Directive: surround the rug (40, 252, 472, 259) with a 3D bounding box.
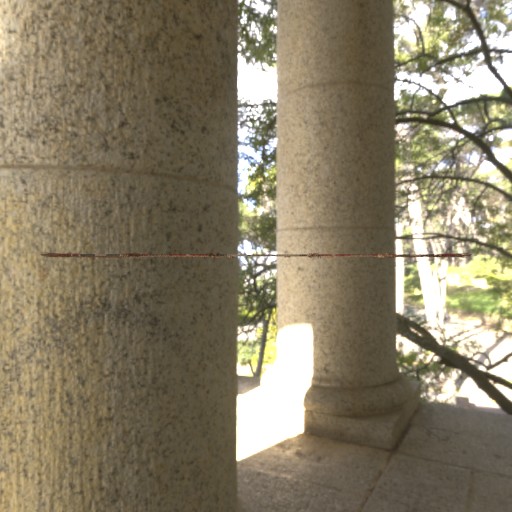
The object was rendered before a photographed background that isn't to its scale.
[{"bbox_3d":[0.000,0.000,3.207,2.450,0.048,1.778,0,0,0],"label":"rug"}]
